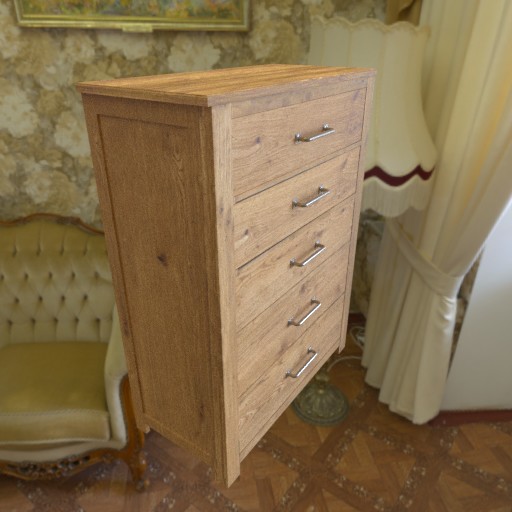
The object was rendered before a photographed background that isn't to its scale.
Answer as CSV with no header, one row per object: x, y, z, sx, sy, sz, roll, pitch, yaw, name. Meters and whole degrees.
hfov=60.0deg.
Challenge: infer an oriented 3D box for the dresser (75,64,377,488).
0.000,0.000,1.886,0.558,1.431,1.081,18,32,31,dresser
